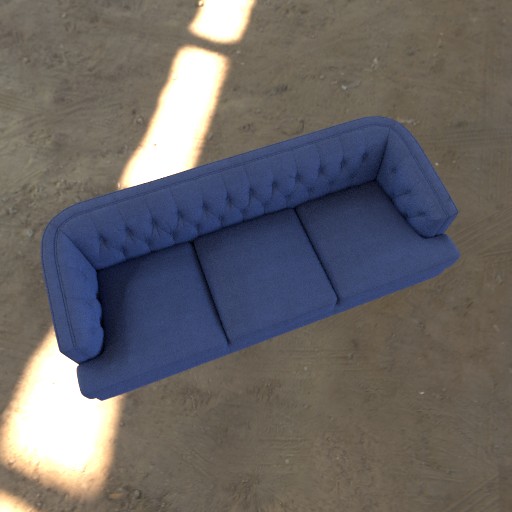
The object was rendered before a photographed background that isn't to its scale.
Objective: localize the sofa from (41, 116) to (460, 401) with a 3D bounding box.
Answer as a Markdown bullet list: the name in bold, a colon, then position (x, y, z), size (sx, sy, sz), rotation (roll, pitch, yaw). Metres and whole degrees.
- **sofa**: position (0.000, 0.000, 2.634), size (2.235, 0.787, 0.914), rotation (-19, 65, -9)
